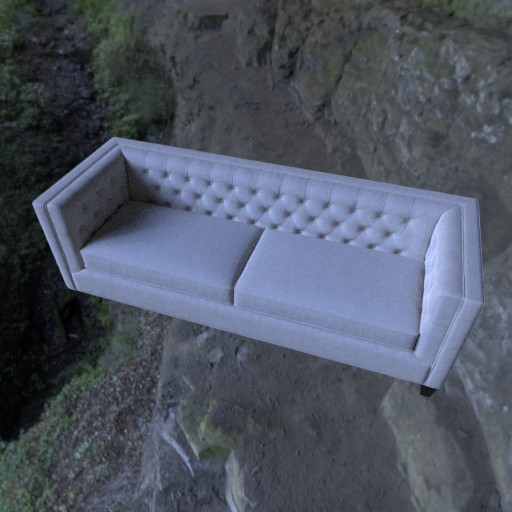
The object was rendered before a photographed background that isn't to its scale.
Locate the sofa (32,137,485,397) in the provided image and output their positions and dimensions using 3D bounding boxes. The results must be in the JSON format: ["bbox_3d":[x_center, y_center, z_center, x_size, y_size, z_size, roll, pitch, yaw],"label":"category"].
[{"bbox_3d":[0.000,0.000,2.512,2.159,0.762,0.775,13,43,14],"label":"sofa"}]
